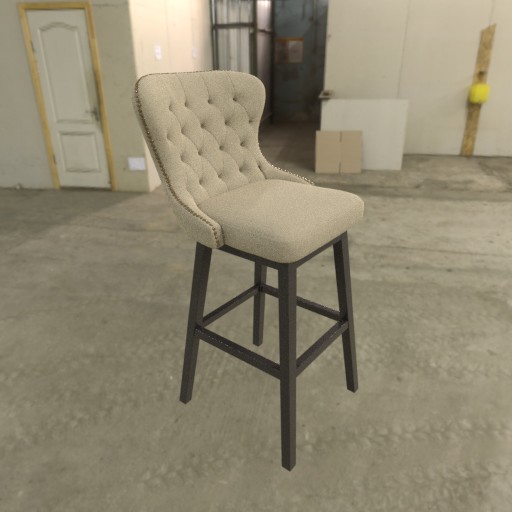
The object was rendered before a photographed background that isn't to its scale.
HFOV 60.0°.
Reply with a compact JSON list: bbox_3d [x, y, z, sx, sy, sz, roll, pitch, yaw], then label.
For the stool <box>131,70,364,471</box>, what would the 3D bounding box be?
[{"bbox_3d":[0.000,0.000,1.406,0.605,1.066,0.528,18,31,34],"label":"stool"}]
